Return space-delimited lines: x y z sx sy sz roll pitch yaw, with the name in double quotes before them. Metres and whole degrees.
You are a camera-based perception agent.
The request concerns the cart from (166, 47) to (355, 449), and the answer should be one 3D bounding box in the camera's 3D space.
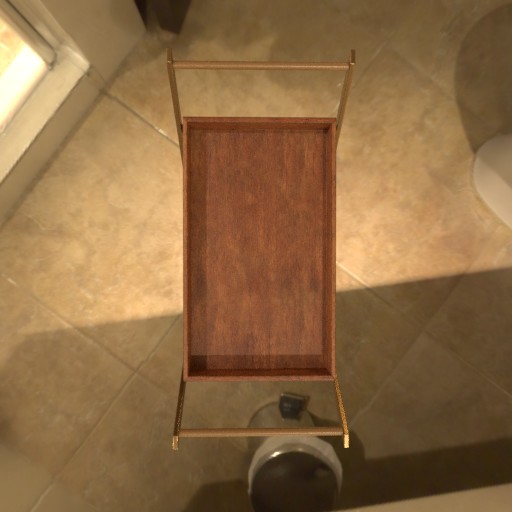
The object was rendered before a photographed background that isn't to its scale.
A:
"cart" 0.000 0.000 1.319 0.405 0.869 0.836 0 91 -1
